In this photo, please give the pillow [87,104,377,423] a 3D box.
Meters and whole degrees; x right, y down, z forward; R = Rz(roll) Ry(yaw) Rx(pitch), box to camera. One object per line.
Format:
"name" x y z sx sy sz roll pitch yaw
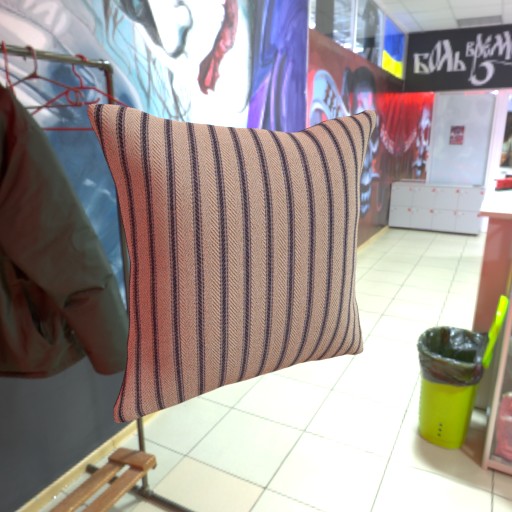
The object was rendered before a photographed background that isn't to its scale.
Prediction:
"pillow" 0.000 0.000 0.692 0.468 0.444 0.138 -8 17 -28
